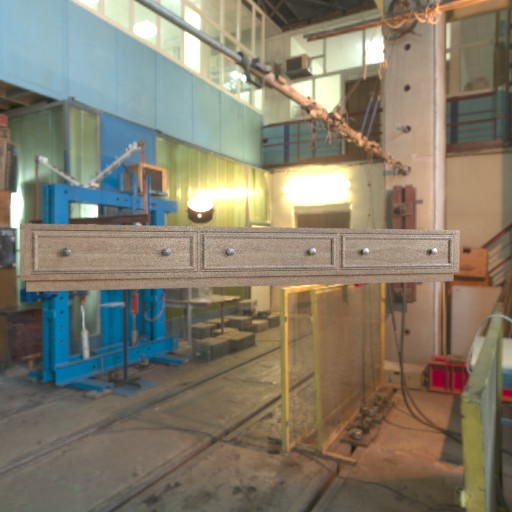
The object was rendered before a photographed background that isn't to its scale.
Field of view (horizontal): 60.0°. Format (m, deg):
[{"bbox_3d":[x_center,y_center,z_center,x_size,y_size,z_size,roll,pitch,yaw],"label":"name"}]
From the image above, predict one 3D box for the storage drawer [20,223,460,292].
[{"bbox_3d":[0.000,0.000,2.226,2.032,0.264,0.538,0,1,-17],"label":"storage drawer"}]
